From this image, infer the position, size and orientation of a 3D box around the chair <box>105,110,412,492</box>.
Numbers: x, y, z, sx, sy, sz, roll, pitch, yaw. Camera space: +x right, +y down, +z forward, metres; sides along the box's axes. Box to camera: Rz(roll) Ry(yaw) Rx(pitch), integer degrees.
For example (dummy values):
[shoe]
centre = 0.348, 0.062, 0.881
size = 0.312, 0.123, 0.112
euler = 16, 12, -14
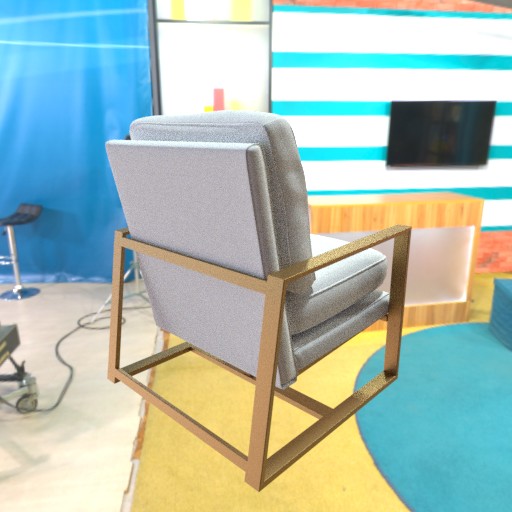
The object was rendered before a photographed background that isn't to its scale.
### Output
[chair]
centre = 0.000, 0.000, 1.579
size = 0.805, 0.966, 0.813
euler = 15, 21, 42
